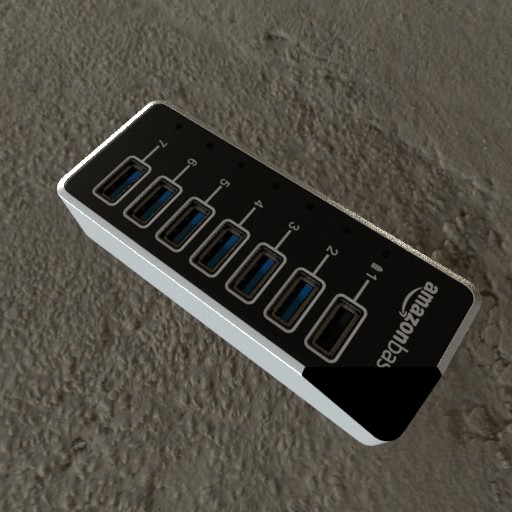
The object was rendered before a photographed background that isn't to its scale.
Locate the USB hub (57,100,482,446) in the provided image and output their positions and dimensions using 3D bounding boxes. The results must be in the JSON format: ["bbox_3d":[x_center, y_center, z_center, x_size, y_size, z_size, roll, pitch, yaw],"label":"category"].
[{"bbox_3d":[0.000,0.000,0.125,0.110,0.023,0.044,34,68,16],"label":"USB hub"}]
